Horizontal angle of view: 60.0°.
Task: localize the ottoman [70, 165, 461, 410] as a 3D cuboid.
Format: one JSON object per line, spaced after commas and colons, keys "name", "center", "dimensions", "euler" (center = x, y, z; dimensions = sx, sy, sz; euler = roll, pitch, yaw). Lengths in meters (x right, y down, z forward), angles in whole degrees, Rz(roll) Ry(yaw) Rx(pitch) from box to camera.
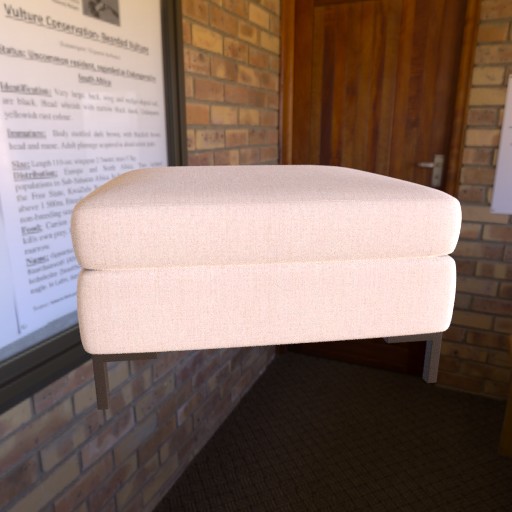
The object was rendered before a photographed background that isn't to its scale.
{"name": "ottoman", "center": [0.000, 0.000, 1.185], "dimensions": [0.794, 0.453, 0.657], "euler": [-2, 16, -8]}
